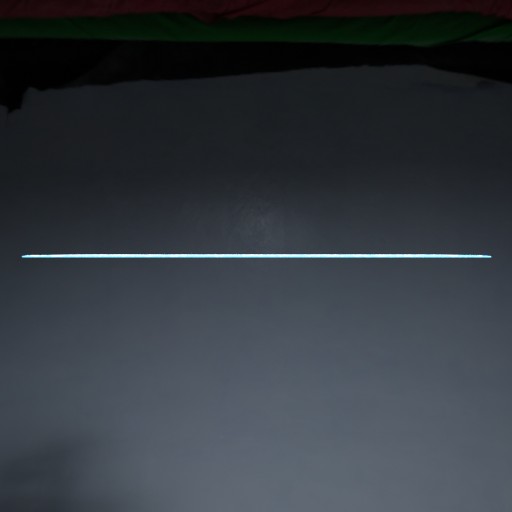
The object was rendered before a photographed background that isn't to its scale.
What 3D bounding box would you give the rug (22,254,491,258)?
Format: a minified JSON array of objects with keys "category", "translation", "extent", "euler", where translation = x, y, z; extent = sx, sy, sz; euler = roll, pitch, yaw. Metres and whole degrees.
[{"category":"rug","translation":[0.000,0.000,2.400],"extent":[2.196,0.011,0.662],"euler":[0,0,1]}]
